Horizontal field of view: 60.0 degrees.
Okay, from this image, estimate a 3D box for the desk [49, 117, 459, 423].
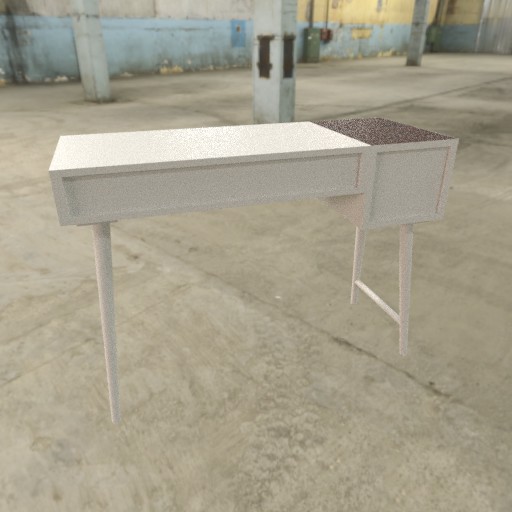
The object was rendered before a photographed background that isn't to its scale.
[{"bbox_3d":[0.000,0.000,1.440,1.069,0.761,0.409,-8,27,-16],"label":"desk"}]
